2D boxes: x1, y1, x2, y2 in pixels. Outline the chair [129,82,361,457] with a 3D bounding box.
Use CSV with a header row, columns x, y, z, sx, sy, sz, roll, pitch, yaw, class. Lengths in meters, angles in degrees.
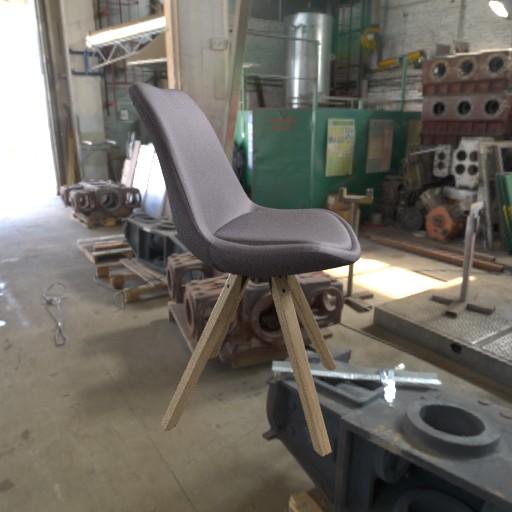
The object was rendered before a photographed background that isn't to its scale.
x,y,z,sx,sy,sz,roll,pitch,yaw,class
0.000,0.000,1.192,0.547,0.865,0.483,3,17,11,chair
